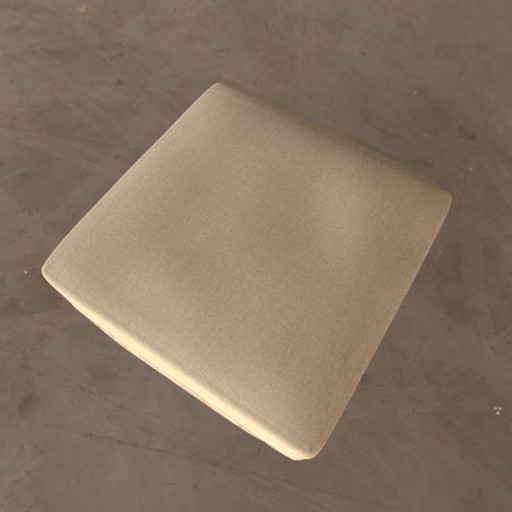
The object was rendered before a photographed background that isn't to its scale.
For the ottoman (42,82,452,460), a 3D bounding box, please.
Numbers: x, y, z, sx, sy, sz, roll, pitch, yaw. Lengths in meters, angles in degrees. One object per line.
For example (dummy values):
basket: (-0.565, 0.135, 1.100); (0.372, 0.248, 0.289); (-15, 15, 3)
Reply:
ottoman: (0.000, 0.000, 1.338); (0.843, 0.436, 0.840); (30, 67, 14)
